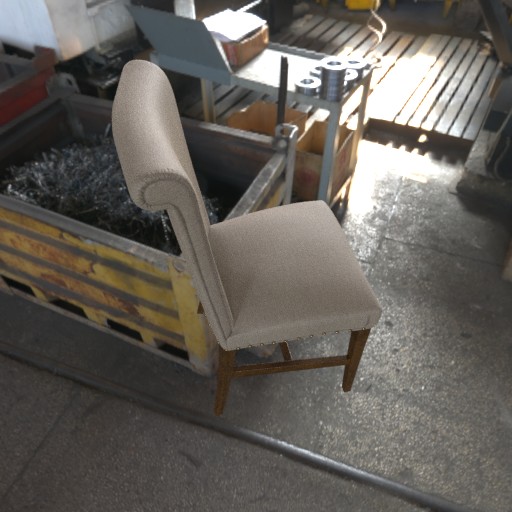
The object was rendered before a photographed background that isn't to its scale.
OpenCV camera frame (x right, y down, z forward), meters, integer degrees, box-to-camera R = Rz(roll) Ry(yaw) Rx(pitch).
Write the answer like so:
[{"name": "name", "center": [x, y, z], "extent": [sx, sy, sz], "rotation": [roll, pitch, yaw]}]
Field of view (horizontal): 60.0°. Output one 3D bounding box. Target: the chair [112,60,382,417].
[{"name": "chair", "center": [0.000, 0.000, 1.294], "extent": [0.608, 0.988, 0.513], "rotation": [-10, 47, -9]}]
